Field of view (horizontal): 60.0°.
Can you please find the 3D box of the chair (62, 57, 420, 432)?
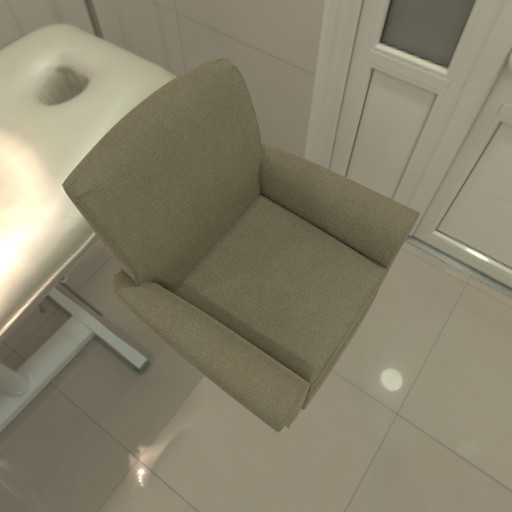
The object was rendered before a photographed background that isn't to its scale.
[{"bbox_3d":[0.000,0.000,1.705,0.905,1.061,0.978,32,64,18],"label":"chair"}]
